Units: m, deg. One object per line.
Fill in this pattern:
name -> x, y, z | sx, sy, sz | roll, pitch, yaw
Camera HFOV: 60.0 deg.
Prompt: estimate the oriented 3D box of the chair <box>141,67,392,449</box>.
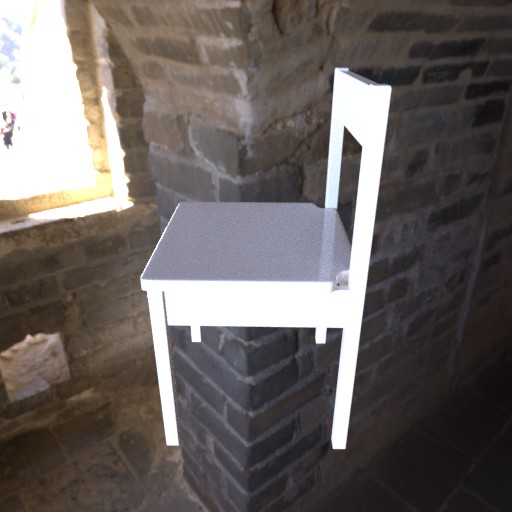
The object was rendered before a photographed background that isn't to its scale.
chair -> 0.000, 0.000, 0.879 | 0.361, 0.668, 0.367 | 1, 27, 1
